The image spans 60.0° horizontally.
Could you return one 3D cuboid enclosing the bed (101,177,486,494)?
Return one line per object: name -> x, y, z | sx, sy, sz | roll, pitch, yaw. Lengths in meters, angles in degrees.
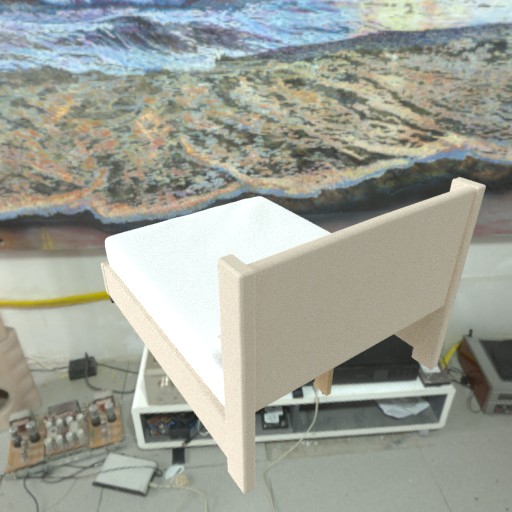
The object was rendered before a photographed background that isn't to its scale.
bed -> 0.000, 0.000, 3.389 | 1.778, 1.471, 2.293 | -19, 35, -30
